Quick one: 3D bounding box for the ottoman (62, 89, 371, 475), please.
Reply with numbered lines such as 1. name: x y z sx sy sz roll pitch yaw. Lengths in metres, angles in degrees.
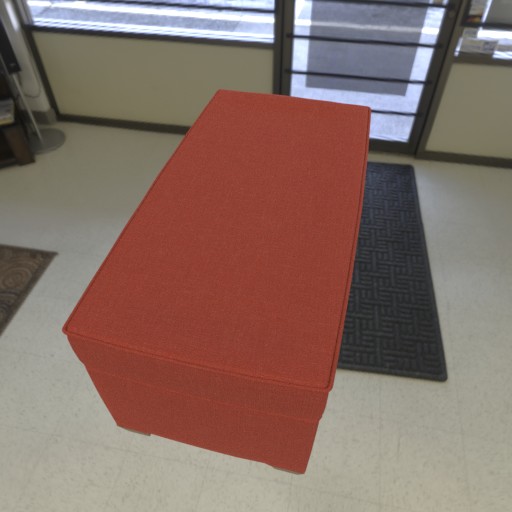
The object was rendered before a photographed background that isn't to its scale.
1. ottoman: 0.000 0.000 1.190 0.497 0.454 0.948 10 47 9
